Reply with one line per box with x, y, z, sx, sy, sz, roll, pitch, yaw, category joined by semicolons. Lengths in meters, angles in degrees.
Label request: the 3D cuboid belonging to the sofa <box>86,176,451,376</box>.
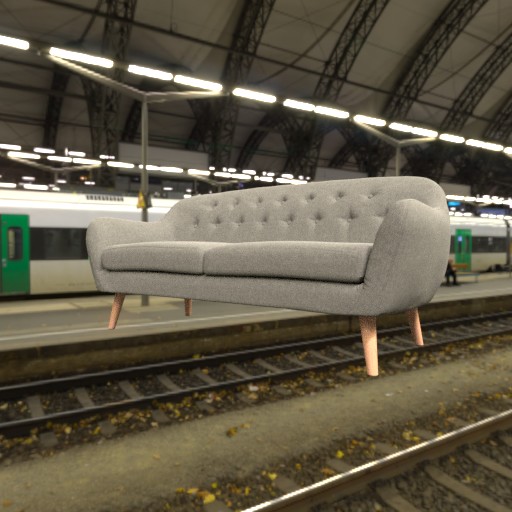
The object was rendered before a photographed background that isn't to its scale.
0.000;0.000;2.276;1.840;0.820;0.820;1;1;36;sofa
